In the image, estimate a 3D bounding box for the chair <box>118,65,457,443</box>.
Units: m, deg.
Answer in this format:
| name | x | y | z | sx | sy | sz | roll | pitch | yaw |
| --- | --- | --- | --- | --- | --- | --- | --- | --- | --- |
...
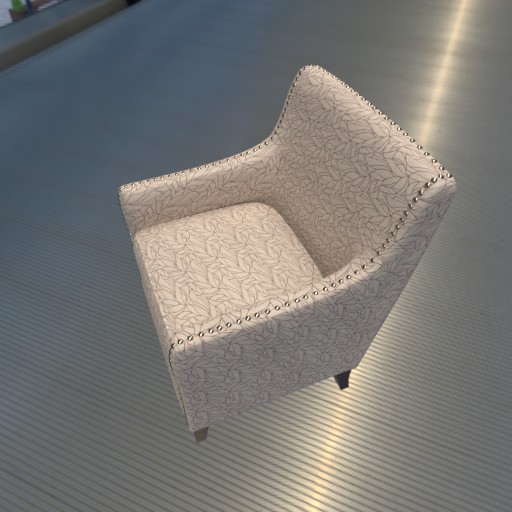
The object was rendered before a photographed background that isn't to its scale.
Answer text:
| name | x | y | z | sx | sy | sz | roll | pitch | yaw |
| --- | --- | --- | --- | --- | --- | --- | --- | --- | --- |
| chair | 0.000 | 0.000 | 1.286 | 0.651 | 0.816 | 0.623 | -17 | 49 | -15 |
